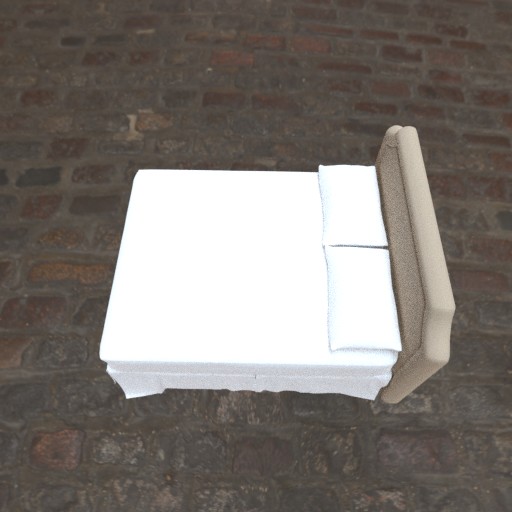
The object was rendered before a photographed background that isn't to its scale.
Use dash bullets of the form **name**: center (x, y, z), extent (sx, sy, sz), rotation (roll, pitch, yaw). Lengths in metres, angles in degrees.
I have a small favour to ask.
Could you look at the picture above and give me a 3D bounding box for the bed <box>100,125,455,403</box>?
- **bed**: center (0.000, 0.000, 3.281), extent (2.204, 1.301, 1.828), rotation (1, 60, 1)
